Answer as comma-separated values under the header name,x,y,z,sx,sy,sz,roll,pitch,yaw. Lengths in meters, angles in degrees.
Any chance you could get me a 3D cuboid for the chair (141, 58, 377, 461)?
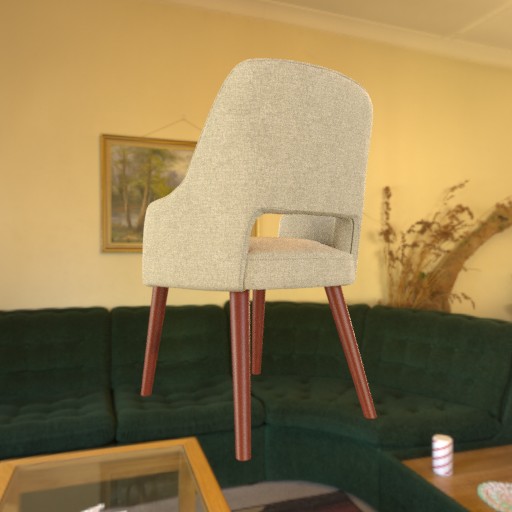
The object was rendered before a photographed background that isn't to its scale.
name,x,y,z,sx,sy,sz,roll,pitch,yaw
chair,0.000,0.000,1.243,0.548,0.849,0.605,0,0,-36
